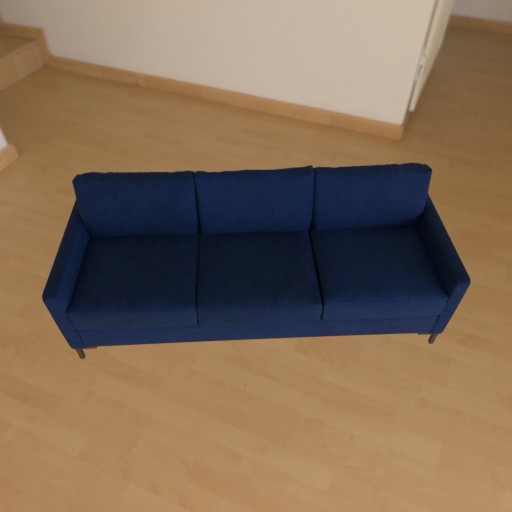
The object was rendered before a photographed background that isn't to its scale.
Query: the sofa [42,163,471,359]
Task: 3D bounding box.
[{"bbox_3d":[0.000,0.000,2.684,2.252,0.879,0.875,-2,47,-2],"label":"sofa"}]
